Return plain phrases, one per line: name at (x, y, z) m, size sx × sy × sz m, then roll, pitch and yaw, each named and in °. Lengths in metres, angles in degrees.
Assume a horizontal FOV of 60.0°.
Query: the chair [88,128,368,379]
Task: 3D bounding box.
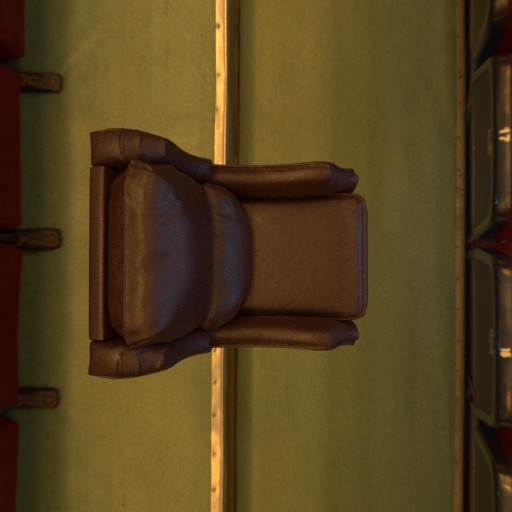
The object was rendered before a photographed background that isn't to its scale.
chair at (0.000, 0.000, 1.796) m, size 0.982 × 1.132 × 0.770 m, roll 0°, pitch 89°, yaw 1°
